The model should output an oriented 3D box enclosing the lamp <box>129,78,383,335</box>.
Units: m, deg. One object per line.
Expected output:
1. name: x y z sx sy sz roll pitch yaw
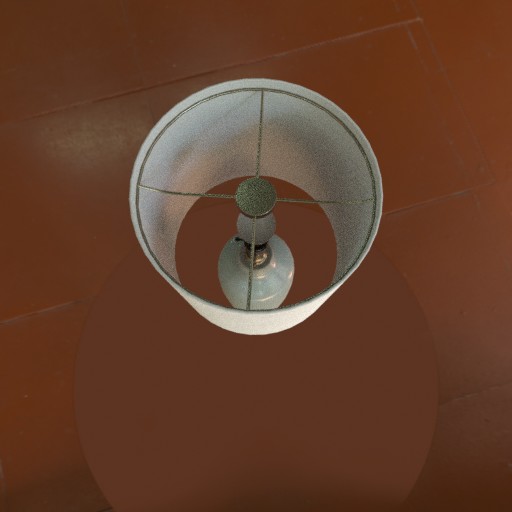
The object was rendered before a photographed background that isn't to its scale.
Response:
1. lamp: 0.000 0.000 0.615 0.220 0.475 0.220 17 76 4
